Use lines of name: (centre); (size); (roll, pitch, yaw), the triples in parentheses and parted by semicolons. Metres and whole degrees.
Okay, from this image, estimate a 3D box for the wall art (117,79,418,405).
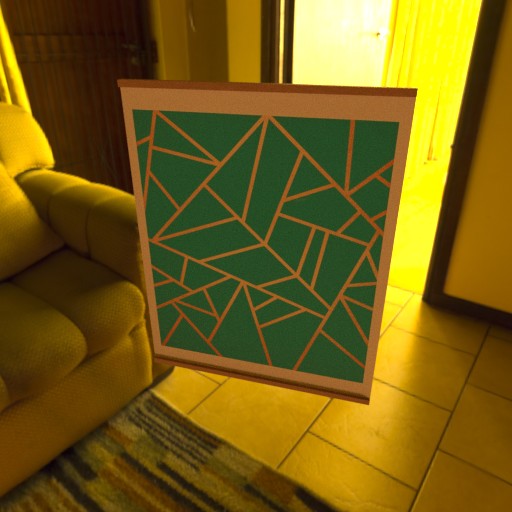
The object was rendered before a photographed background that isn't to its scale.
wall art: (0.000, 0.000, 0.696); (0.405, 0.508, 0.012); (7, 28, 14)
